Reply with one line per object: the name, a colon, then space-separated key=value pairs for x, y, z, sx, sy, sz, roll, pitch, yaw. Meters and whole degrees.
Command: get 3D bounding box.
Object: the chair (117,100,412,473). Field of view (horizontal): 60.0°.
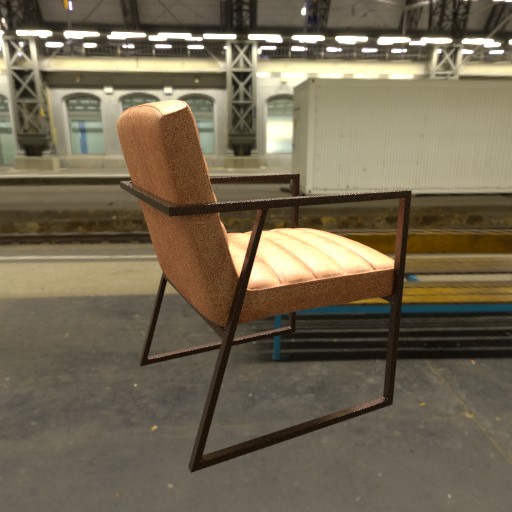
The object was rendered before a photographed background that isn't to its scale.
chair: x=0.000 y=0.000 z=1.298 sx=0.677 sy=0.832 sz=0.571 roll=-7 pitch=17 yaw=-25
